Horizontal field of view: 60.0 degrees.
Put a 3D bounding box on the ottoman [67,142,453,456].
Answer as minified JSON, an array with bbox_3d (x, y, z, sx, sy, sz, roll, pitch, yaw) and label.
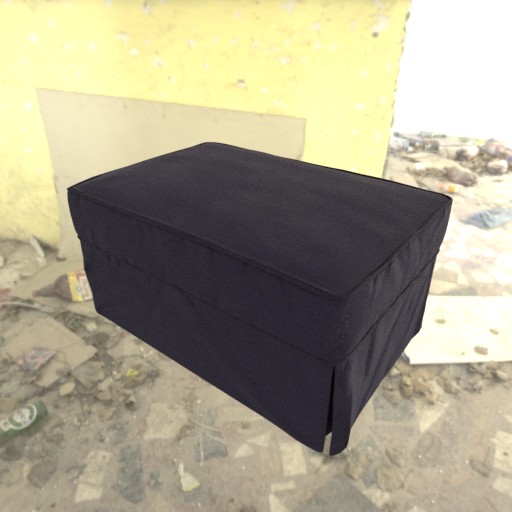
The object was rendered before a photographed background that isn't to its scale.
[{"bbox_3d":[0.000,0.000,1.318,0.938,0.503,0.637,21,36,32],"label":"ottoman"}]
